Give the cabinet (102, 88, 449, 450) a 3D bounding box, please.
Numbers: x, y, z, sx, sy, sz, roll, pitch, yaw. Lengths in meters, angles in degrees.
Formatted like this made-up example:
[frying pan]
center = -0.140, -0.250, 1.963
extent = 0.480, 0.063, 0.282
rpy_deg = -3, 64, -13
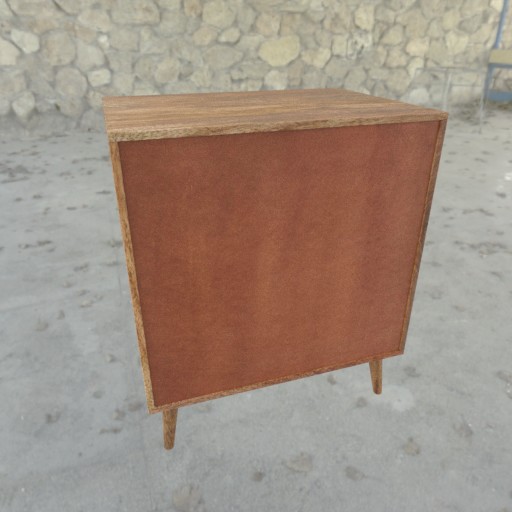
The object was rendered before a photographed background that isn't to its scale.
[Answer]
[cabinet]
center = 0.000, 0.000, 1.155
extent = 0.647, 0.758, 0.473
rpy_deg = -8, 28, -16
